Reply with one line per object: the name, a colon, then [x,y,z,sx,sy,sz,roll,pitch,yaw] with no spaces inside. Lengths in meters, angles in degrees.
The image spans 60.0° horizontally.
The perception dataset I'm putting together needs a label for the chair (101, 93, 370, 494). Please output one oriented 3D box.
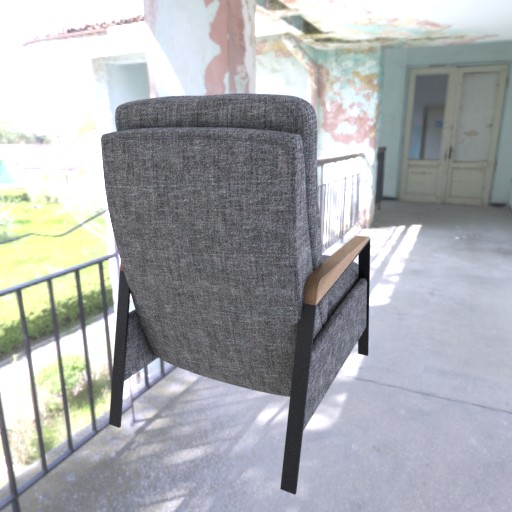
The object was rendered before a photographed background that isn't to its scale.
chair: [0.000,0.000,1.575,0.671,1.042,0.868,8,18,25]
